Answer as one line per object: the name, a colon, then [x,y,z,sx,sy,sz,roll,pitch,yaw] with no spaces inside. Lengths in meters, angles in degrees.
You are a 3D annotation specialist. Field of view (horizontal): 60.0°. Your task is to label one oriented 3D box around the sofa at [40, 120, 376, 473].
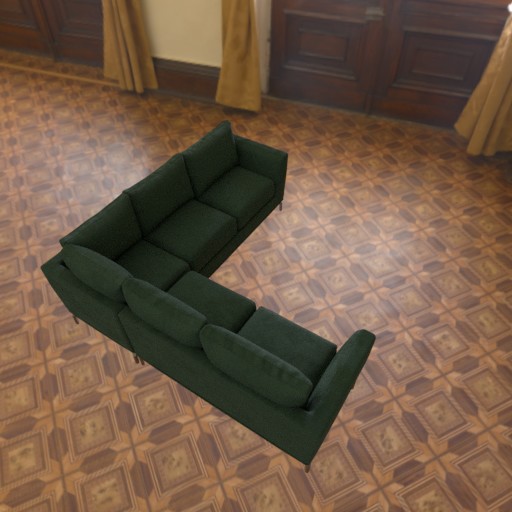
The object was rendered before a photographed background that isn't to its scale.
sofa: [0.000,0.000,3.886,2.468,1.004,2.452,25,51,22]
